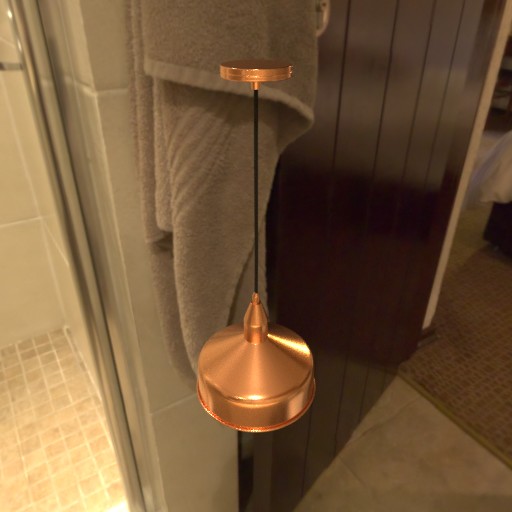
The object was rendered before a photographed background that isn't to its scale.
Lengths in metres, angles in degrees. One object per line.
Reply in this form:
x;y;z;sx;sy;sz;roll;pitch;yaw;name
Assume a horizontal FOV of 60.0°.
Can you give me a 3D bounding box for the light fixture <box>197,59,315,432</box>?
0.000;0.000;0.941;0.301;0.754;0.301;11;32;17;light fixture
